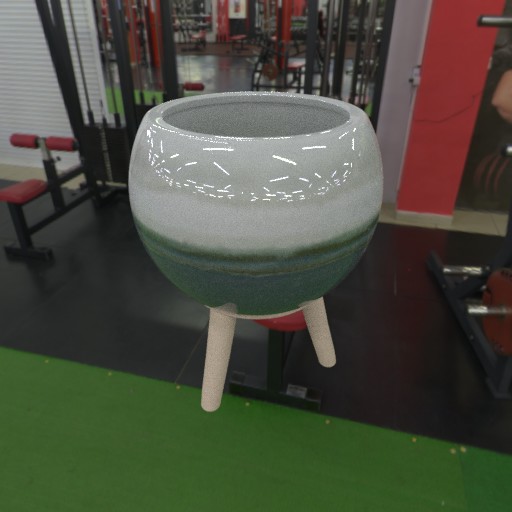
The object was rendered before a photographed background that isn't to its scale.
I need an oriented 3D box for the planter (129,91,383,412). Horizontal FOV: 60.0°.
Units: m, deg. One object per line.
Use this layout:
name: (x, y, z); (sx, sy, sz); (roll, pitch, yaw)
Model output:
planter: (0.000, 0.000, 0.436); (0.222, 0.278, 0.222); (0, 30, 0)
